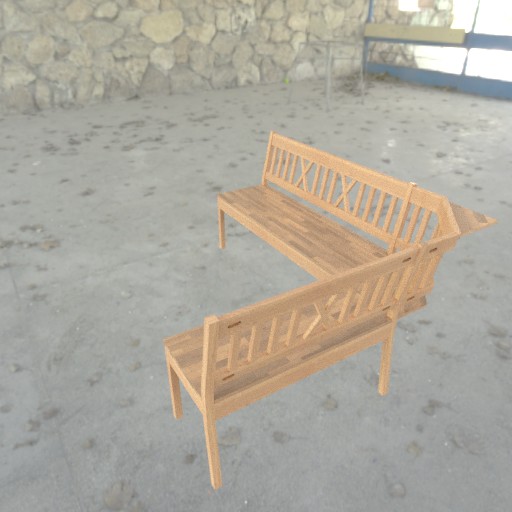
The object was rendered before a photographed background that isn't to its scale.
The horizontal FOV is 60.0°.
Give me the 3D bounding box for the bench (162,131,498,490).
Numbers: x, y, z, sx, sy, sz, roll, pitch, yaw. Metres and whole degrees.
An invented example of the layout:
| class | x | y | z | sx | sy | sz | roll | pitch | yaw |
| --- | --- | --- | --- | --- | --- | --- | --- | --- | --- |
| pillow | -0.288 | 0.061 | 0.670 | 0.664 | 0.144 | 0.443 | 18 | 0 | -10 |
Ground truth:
| class | x | y | z | sx | sy | sz | roll | pitch | yaw |
| --- | --- | --- | --- | --- | --- | --- | --- | --- | --- |
| bench | 0.000 | 0.000 | 2.656 | 1.537 | 0.902 | 1.937 | -17 | 33 | -27 |
